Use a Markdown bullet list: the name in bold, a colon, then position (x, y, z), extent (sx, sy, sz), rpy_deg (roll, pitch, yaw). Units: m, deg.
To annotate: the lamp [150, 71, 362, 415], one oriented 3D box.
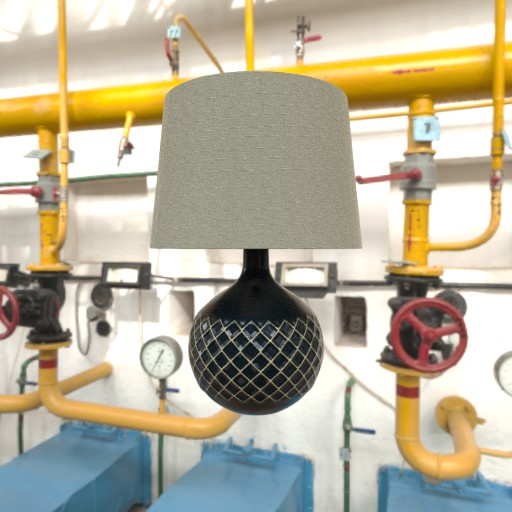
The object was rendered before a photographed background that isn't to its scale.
- **lamp**: position (0.000, 0.000, 0.805), extent (0.376, 0.540, 0.376), rpy_deg (0, 1, 0)
